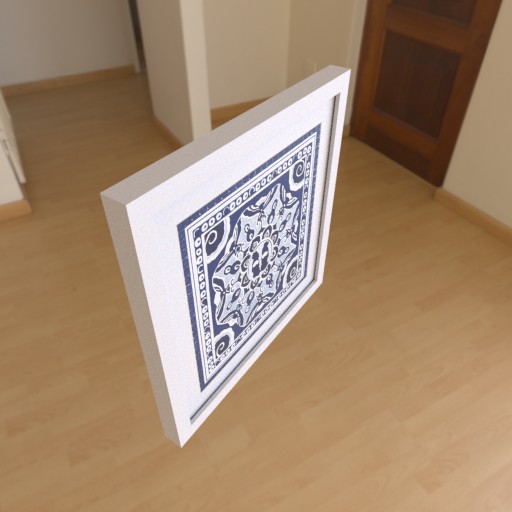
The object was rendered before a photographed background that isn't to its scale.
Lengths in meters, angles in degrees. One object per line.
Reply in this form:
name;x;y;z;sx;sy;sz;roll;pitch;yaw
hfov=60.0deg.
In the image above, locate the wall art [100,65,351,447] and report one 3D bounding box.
wall art;0.000;0.000;0.541;0.027;0.355;0.355;25;46;26
